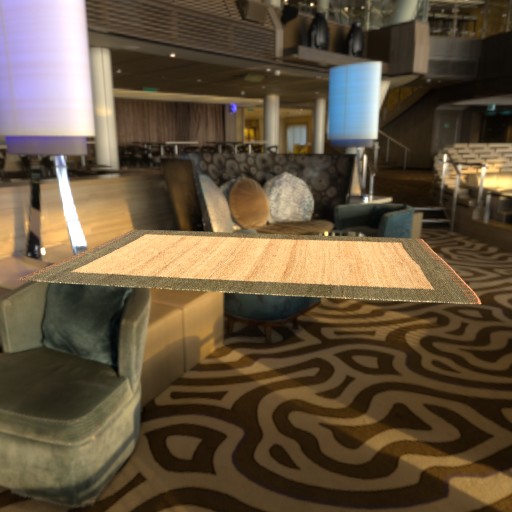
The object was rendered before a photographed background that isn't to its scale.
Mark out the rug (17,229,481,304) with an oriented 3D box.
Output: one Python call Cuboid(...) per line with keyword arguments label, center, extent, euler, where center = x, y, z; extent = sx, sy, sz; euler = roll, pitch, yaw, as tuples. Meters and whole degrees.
Cuboid(label="rug", center=(0.000, 0.000, 2.974), extent=(2.435, 0.006, 1.521), euler=(2, 14, 9))
